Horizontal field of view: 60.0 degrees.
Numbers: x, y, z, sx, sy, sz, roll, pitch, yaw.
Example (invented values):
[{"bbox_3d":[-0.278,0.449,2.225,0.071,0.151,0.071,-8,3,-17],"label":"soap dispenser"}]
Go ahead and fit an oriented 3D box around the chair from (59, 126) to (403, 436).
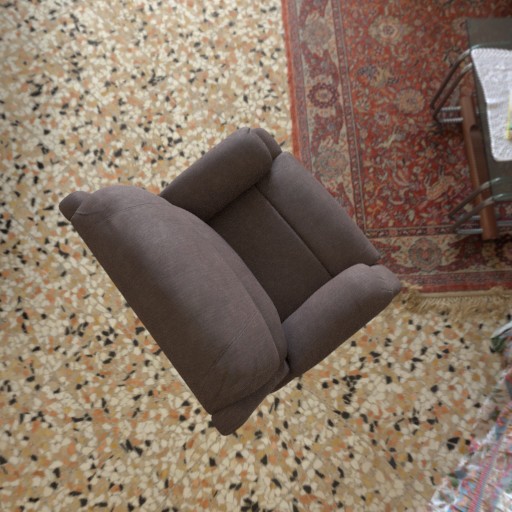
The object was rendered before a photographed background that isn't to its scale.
[{"bbox_3d":[0.000,0.000,1.734,0.899,1.011,0.930,-37,78,-9],"label":"chair"}]
